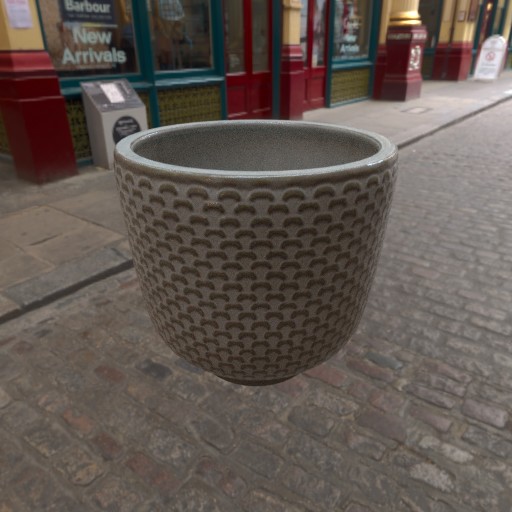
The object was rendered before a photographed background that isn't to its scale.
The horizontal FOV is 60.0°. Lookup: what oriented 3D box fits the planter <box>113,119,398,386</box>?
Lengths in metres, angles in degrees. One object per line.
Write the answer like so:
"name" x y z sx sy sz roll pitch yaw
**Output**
"planter" 0.000 0.000 0.309 0.173 0.160 0.173 0 25 0
